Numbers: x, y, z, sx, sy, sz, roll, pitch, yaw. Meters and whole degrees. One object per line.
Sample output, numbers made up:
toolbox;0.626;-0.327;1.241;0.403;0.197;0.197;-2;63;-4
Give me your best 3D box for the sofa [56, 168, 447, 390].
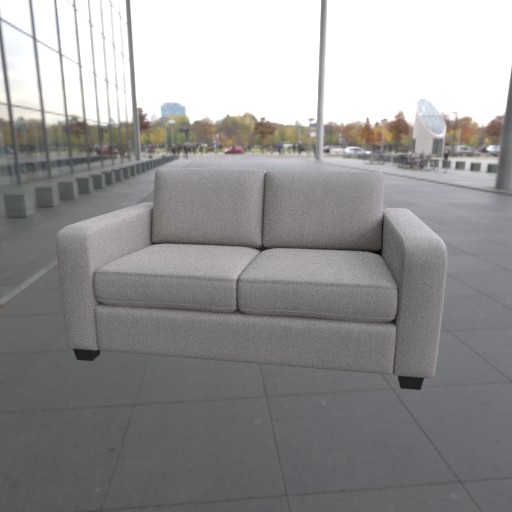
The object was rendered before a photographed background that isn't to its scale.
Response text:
sofa;0.000;0.000;2.130;1.540;0.800;0.900;2;14;10
